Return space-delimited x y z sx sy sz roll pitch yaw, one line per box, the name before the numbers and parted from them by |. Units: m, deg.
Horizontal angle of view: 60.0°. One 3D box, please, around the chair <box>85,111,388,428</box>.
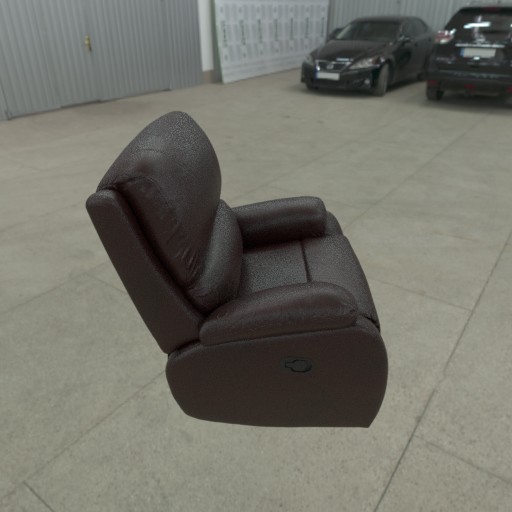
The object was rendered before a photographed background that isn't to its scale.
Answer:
chair | 0.000 0.000 1.720 0.899 1.011 0.930 0 29 0
